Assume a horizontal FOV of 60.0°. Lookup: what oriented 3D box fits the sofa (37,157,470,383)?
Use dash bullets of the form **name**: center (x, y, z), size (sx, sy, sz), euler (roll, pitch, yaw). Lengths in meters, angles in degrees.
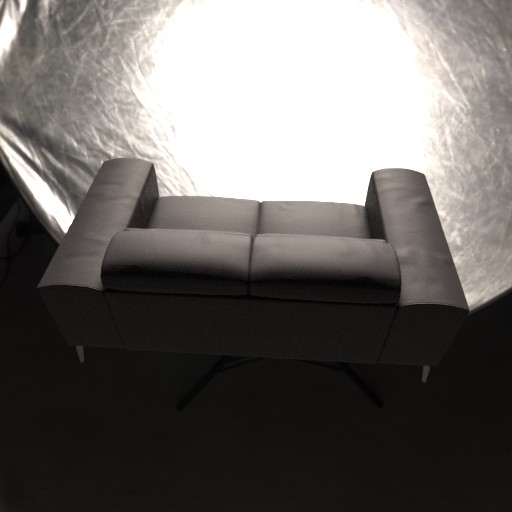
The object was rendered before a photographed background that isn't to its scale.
- **sofa**: center (0.000, 0.000, 2.401), size (1.895, 0.779, 1.003), euler (3, 46, 3)
